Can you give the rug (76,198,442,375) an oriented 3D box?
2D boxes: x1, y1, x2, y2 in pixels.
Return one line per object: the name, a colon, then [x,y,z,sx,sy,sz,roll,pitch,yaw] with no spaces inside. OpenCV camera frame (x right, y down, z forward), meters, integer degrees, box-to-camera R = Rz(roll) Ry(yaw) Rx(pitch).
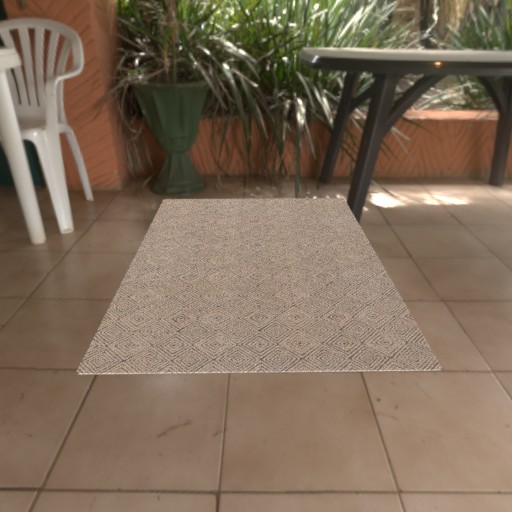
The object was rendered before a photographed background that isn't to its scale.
rug: [0.000,0.000,2.921,1.593,0.008,2.238,0,27,-1]
